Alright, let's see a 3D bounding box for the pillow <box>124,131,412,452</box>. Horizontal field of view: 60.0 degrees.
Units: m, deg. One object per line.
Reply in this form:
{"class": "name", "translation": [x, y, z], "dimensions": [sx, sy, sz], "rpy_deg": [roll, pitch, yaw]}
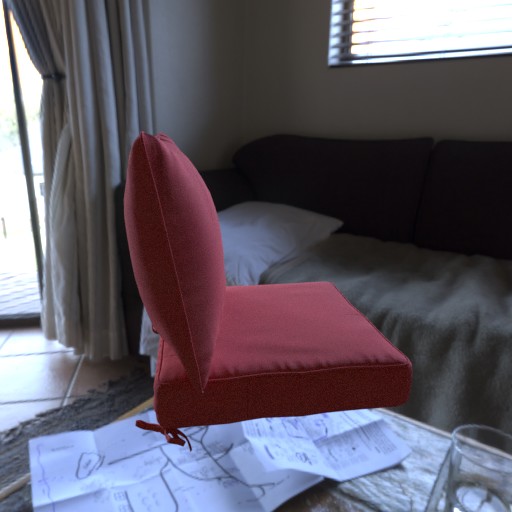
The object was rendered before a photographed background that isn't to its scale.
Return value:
{"class": "pillow", "translation": [0.000, 0.000, 1.340], "dimensions": [0.733, 0.725, 0.798], "rpy_deg": [-2, 15, -9]}
